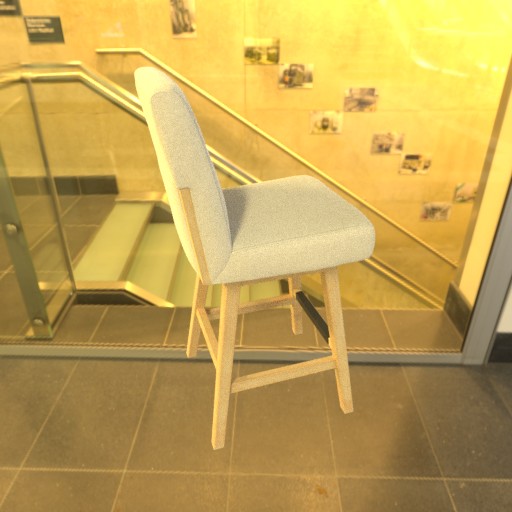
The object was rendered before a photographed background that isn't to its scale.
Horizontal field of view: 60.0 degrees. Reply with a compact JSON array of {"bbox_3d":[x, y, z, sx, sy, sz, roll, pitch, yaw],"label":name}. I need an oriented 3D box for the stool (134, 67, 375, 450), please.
[{"bbox_3d":[0.000,0.000,1.299,0.543,1.015,0.446,-9,31,-16],"label":"stool"}]
